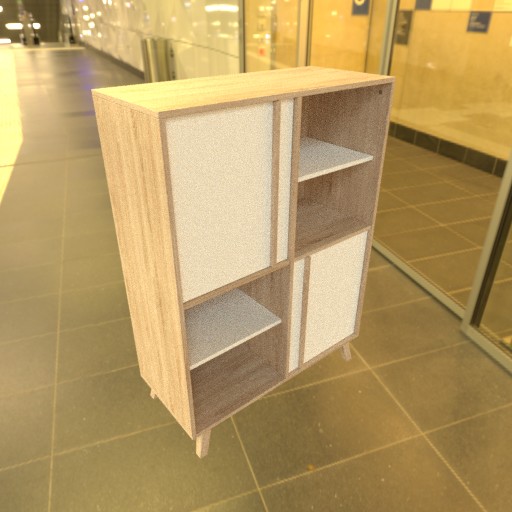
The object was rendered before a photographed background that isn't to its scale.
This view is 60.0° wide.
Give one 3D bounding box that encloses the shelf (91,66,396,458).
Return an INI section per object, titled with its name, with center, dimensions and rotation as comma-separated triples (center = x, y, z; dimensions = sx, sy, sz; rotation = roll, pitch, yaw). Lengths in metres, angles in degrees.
[shelf]
center = 0.000, 0.000, 1.889
dimensions = 1.000, 1.390, 0.450
rotation = -22, 36, -33
